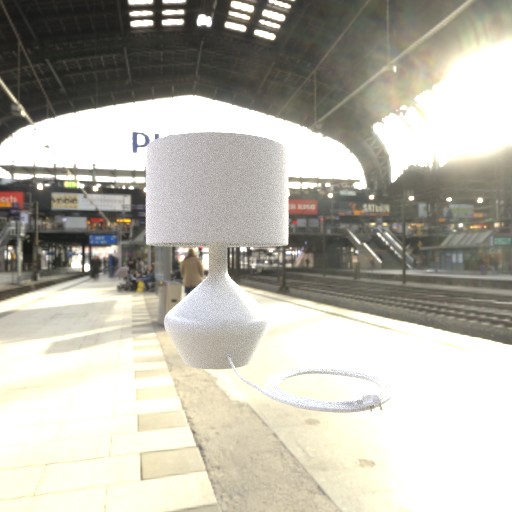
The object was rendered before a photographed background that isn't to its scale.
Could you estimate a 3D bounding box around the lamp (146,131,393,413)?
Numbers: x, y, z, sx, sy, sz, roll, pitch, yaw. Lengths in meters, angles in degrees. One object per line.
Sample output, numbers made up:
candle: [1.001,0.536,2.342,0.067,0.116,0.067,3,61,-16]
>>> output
lamp: [0.000,0.000,0.864,0.401,0.457,0.546,0,-1,-18]
